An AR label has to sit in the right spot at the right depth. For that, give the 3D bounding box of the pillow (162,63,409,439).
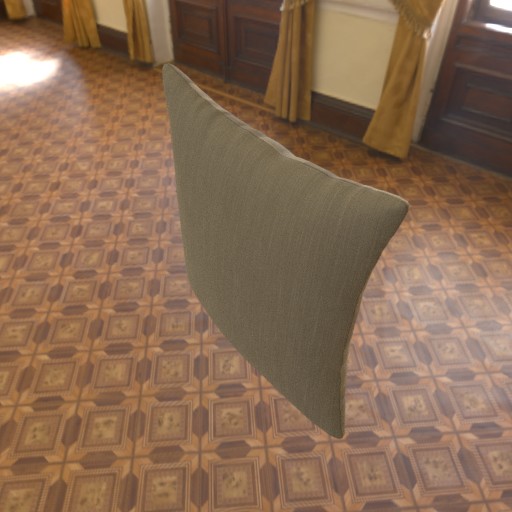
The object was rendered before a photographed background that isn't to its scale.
[{"bbox_3d":[0.000,0.000,0.765,0.161,0.509,0.511,-27,49,-26],"label":"pillow"}]
